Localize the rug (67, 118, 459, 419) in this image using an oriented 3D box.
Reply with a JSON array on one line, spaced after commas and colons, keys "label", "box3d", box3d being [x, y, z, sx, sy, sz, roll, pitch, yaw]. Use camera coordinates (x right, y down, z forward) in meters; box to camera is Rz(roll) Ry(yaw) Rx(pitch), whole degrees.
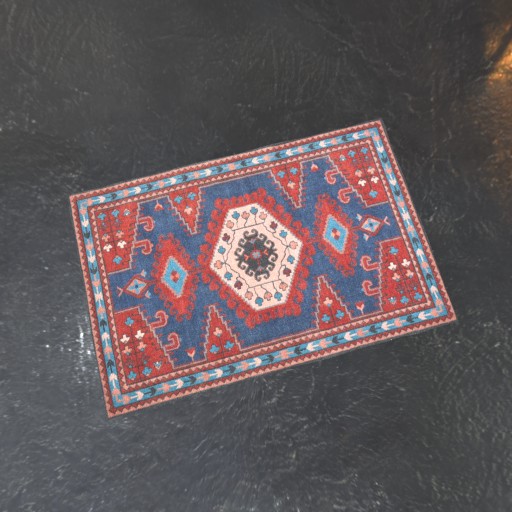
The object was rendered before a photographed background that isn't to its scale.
[{"label": "rug", "box3d": [0.000, 0.000, 2.339, 1.820, 0.012, 1.207, -15, 76, -4]}]
